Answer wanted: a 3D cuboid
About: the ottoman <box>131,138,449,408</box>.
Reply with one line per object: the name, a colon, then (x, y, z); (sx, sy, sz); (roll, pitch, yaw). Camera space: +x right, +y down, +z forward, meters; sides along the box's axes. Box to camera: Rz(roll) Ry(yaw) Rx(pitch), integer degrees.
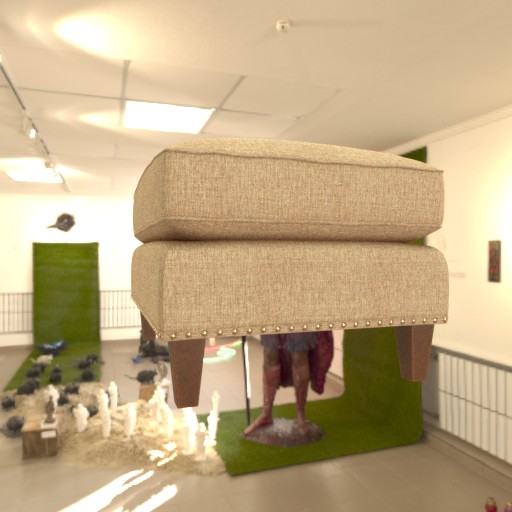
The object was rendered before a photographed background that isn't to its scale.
ottoman: (0.000, 0.000, 1.146); (0.584, 0.513, 0.741); (0, 0, -19)
